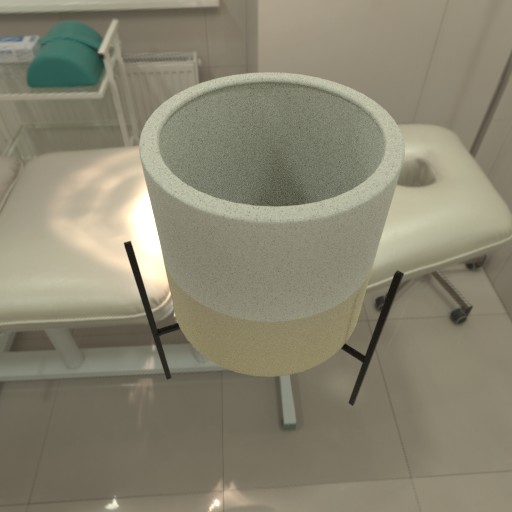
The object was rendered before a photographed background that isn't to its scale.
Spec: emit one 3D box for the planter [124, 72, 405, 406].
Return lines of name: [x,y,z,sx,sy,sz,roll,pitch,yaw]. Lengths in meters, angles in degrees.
planter: [0.000,0.000,0.540,0.263,0.362,0.267,-3,48,-3]
